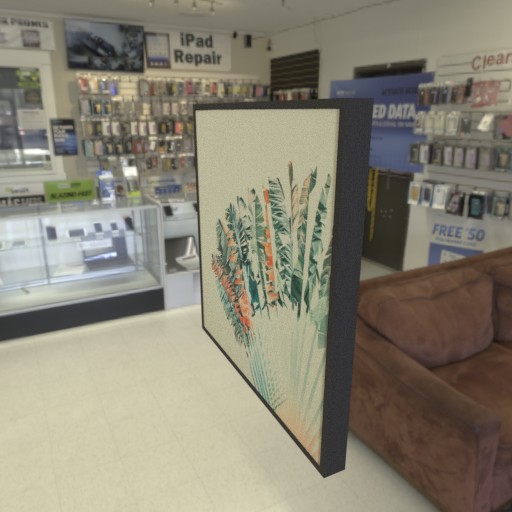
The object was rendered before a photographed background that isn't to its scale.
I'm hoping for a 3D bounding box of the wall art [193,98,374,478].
[{"bbox_3d":[0.000,0.000,0.772,0.037,0.507,0.509,-9,20,-25],"label":"wall art"}]
